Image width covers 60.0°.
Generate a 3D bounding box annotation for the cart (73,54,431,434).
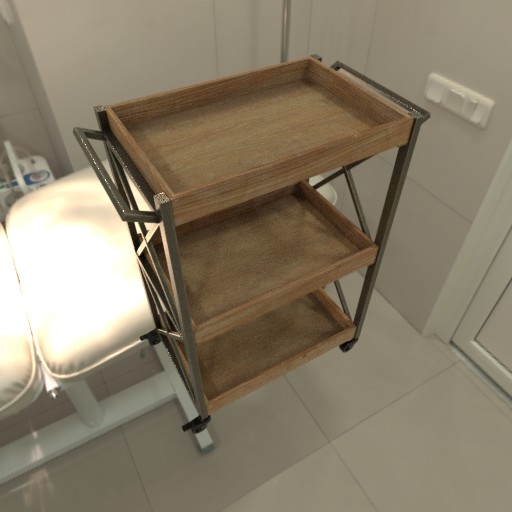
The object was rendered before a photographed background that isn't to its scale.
[{"bbox_3d":[0.000,0.000,1.195,0.673,0.835,0.377,-22,50,-21],"label":"cart"}]
